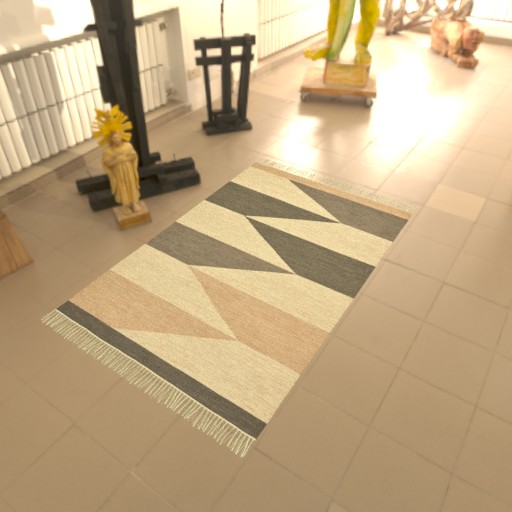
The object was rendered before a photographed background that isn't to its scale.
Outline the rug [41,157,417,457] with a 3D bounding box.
[{"bbox_3d":[0.000,0.000,2.555,1.224,0.027,2.021,24,46,25],"label":"rug"}]
